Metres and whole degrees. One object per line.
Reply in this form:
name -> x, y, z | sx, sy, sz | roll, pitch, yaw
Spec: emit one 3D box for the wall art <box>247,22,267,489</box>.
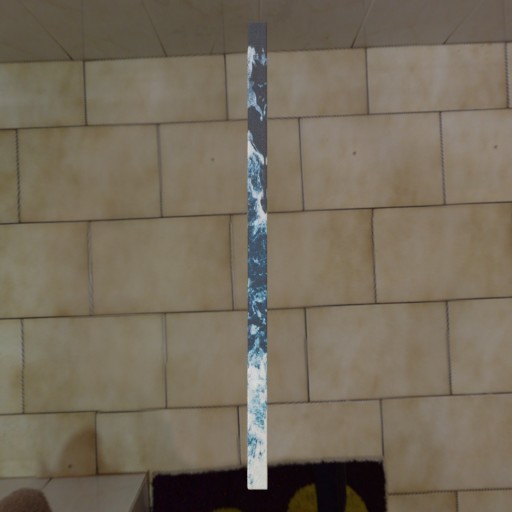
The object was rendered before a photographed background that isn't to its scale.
wall art -> 0.000, 0.000, 1.169 | 0.042, 0.610, 0.915 | 0, 89, 0
